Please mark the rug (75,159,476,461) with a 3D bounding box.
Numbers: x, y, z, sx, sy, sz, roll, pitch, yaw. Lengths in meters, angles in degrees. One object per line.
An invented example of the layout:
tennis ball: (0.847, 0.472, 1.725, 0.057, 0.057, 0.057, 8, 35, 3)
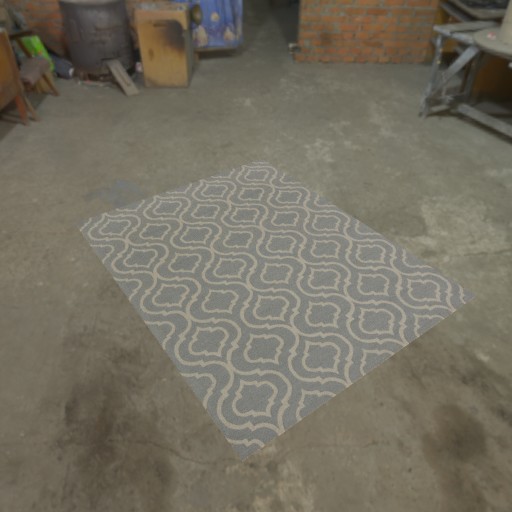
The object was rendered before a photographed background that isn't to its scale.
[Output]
rug: (0.000, 0.000, 3.957, 2.283, 0.006, 2.892, -25, 46, -27)
